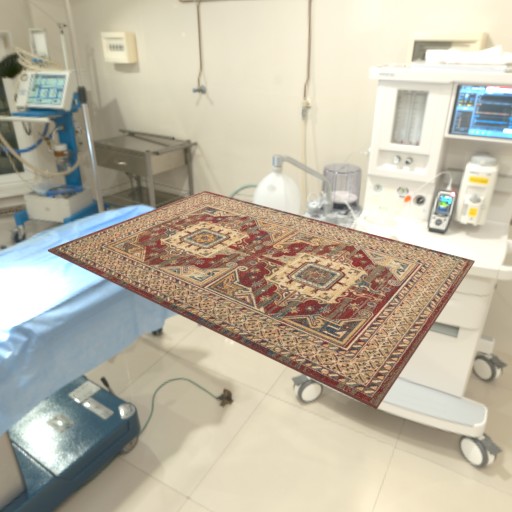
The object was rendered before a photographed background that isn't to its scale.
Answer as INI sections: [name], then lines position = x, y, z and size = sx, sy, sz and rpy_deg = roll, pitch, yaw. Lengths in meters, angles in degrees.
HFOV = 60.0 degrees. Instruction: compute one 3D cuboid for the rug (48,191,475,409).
[rug]
position = 0.000, 0.000, 5.694
size = 4.578, 0.033, 3.033
rpy_deg = 19, 32, 32
